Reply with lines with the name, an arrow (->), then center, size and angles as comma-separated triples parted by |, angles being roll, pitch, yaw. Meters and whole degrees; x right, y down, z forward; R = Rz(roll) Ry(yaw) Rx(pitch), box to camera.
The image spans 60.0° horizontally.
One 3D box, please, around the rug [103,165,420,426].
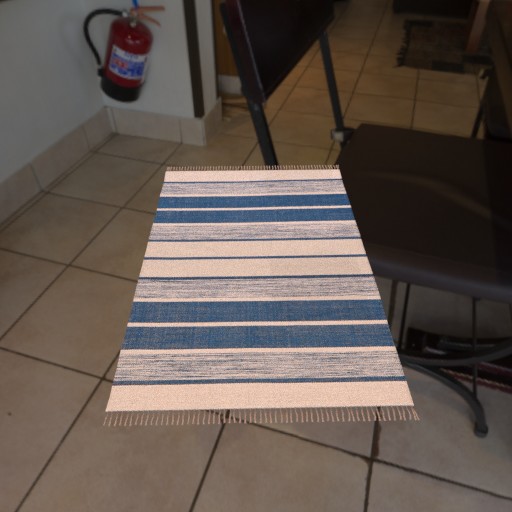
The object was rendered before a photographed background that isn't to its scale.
rug -> 0.000, 0.000, 3.047 | 1.532, 0.010, 2.441 | -1, 41, -1
